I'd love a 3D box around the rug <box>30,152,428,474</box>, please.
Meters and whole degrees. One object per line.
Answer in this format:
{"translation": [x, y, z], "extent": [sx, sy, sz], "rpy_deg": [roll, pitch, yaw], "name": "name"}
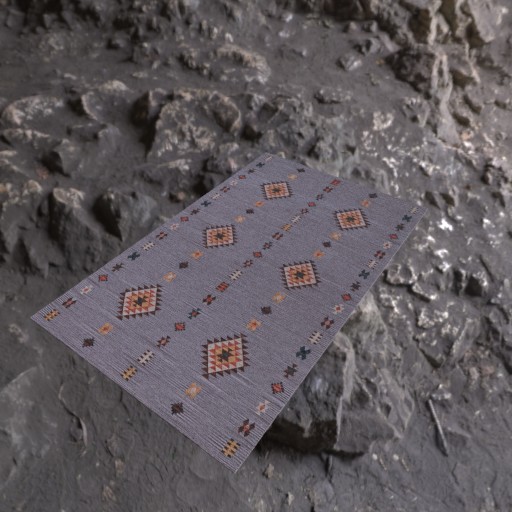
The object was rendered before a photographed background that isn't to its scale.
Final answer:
{"translation": [0.000, 0.000, 2.997], "extent": [1.515, 0.007, 2.427], "rpy_deg": [26, 48, 26], "name": "rug"}
